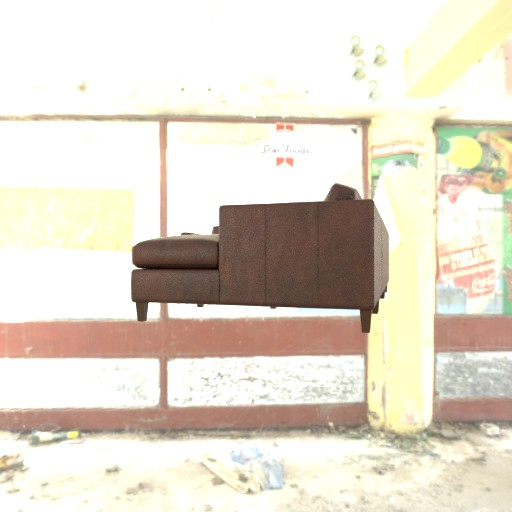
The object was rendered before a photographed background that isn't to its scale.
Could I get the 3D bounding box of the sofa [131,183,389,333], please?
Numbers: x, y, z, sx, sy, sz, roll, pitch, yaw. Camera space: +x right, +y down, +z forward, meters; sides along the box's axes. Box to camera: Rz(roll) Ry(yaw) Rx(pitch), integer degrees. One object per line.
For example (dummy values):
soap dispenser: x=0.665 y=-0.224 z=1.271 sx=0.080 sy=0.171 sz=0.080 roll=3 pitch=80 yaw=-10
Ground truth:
sofa: x=0.000 y=0.000 z=4.388 sx=2.452 sy=0.891 sz=3.324 roll=0 pitch=0 yaw=18
